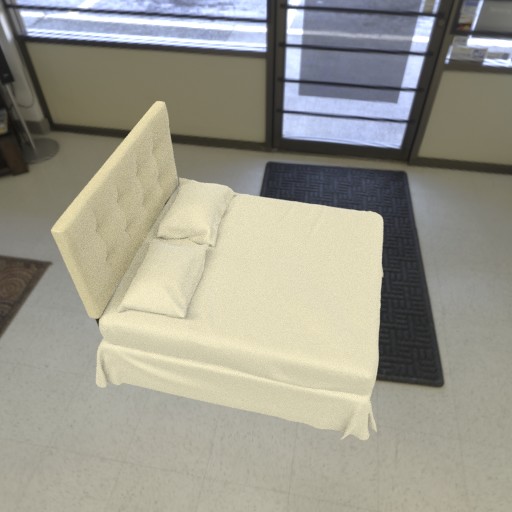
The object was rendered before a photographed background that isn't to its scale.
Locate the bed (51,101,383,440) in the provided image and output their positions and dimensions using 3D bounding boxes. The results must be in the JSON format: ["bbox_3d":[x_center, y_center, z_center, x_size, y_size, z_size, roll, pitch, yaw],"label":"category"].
[{"bbox_3d":[0.000,0.000,3.476,2.222,1.577,1.936,9,46,9],"label":"bed"}]
